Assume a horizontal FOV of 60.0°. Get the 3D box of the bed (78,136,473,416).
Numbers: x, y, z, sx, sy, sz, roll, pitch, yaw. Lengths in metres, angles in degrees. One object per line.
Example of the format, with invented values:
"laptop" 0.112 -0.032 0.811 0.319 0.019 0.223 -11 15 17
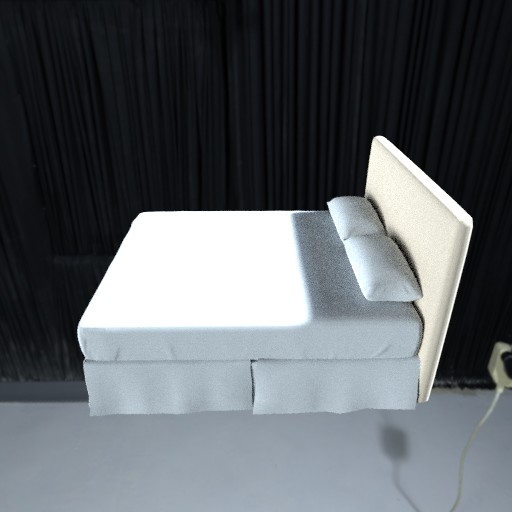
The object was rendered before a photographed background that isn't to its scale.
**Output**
"bed" 0.000 0.000 3.184 2.142 1.330 1.748 0 29 -1
